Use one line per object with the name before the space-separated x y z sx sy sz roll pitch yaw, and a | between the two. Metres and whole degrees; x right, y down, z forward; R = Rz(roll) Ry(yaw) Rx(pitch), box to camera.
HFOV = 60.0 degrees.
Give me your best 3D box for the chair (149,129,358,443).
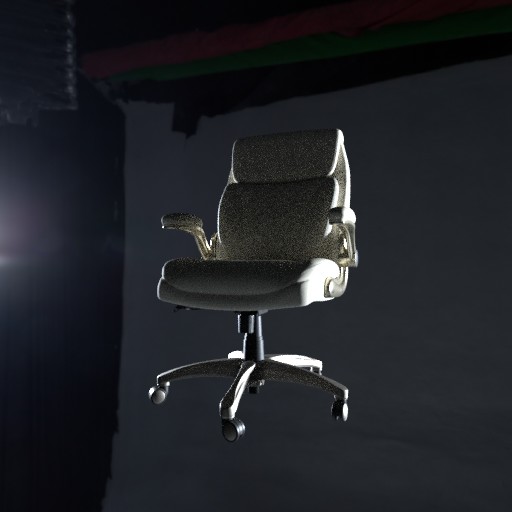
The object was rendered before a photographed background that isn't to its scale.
chair | 0.000 0.000 1.704 0.740 1.110 0.794 0 0 19
